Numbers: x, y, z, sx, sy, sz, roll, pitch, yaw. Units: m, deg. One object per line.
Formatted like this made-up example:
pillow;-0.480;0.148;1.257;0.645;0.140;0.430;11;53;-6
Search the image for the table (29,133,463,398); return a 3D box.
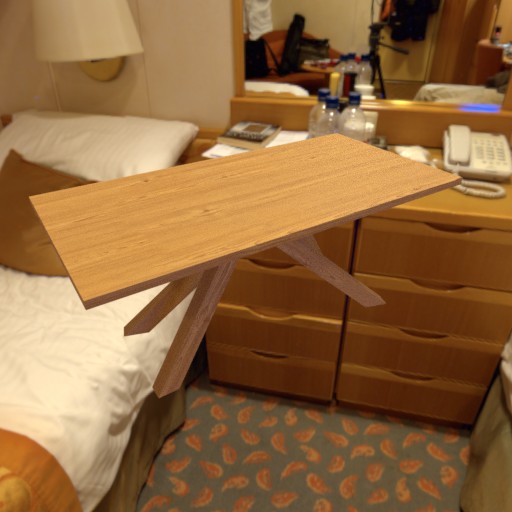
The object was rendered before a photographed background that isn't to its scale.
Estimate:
table;0.000;0.000;2.239;1.797;0.750;0.901;-19;36;-28
